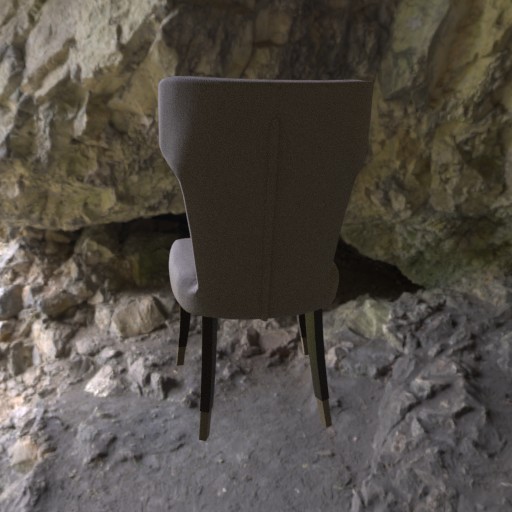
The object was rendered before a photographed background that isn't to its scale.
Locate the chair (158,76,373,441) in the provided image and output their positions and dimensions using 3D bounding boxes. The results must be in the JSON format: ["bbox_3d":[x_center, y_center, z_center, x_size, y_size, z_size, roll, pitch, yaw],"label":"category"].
[{"bbox_3d":[0.000,0.000,1.333,0.526,0.955,0.630,-2,15,-9],"label":"chair"}]
